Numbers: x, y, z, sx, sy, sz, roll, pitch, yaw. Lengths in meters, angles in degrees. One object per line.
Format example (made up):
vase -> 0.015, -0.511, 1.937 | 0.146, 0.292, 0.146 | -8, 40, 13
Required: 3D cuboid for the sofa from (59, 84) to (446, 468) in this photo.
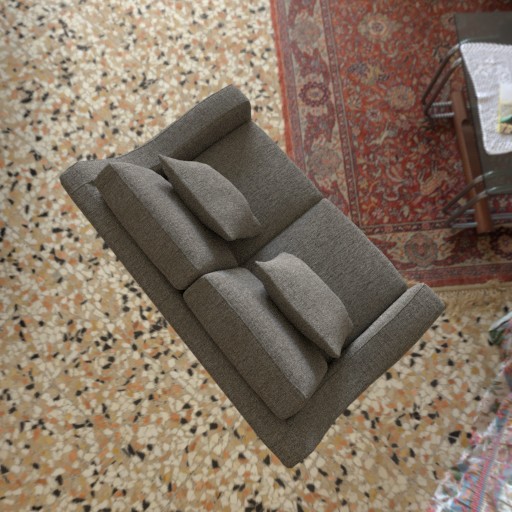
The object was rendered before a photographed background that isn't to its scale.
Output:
sofa -> 0.000, 0.000, 2.428 | 1.120, 0.991, 1.778 | -39, 79, -9
